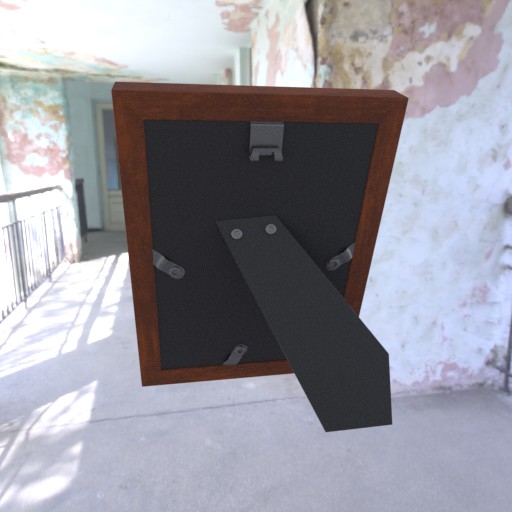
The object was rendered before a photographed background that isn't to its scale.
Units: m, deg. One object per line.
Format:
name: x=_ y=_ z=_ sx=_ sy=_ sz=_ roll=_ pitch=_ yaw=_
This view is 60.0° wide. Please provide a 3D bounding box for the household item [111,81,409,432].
household item: x=0.000 y=0.000 z=0.290 sx=0.160 sy=0.204 sz=0.096 roll=-2 pitch=12 yaw=-10
